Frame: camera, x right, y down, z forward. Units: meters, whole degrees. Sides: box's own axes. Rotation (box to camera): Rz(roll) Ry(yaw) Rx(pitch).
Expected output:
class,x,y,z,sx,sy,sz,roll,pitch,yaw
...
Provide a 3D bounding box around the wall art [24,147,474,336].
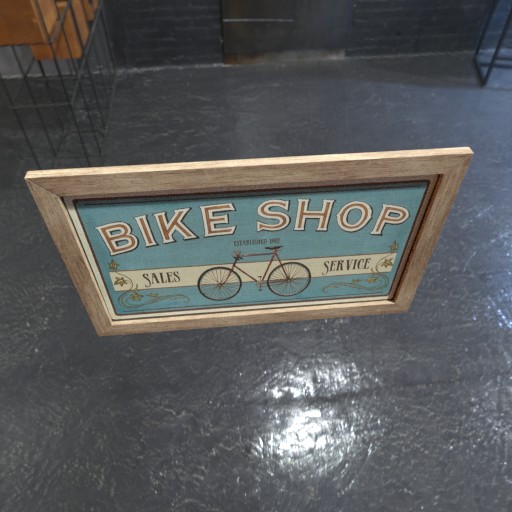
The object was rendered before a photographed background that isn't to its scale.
class,x,y,z,sx,sy,sz,roll,pitch,yaw
wall art,0.000,0.000,0.947,0.780,0.480,0.021,-4,47,-4
